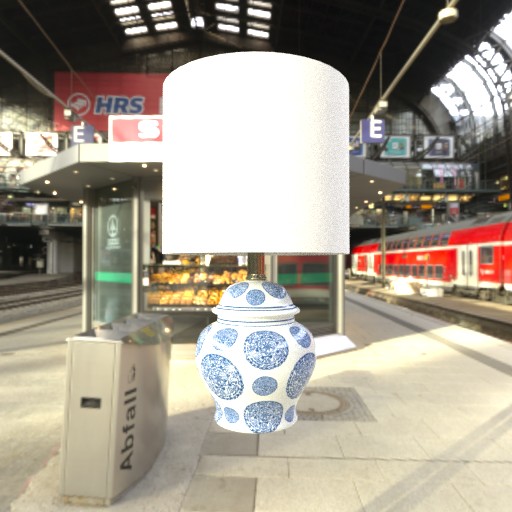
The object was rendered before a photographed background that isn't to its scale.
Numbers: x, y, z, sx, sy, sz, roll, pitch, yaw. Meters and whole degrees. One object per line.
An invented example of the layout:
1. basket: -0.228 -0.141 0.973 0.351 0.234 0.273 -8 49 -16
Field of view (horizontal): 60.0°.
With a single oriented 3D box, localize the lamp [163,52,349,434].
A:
1. lamp: 0.000 0.000 0.521 0.215 0.381 0.215 0 -1 0
